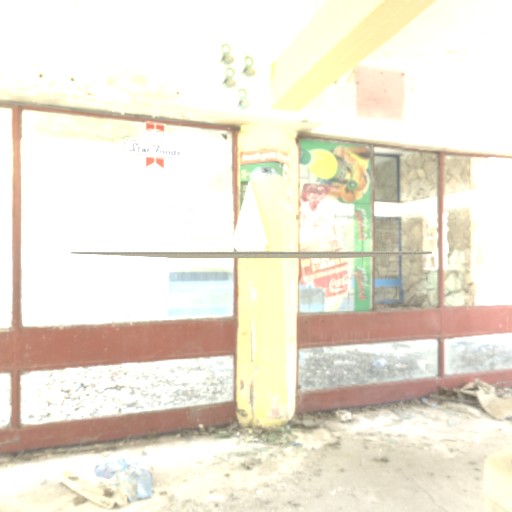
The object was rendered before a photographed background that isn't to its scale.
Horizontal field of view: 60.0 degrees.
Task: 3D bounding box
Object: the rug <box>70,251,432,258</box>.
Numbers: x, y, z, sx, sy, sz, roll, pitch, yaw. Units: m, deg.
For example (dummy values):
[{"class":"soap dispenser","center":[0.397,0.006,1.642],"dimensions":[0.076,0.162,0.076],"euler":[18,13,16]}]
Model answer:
[{"class":"rug","center":[0.000,0.000,2.406],"dimensions":[1.231,0.012,1.835],"euler":[0,-1,1]}]
